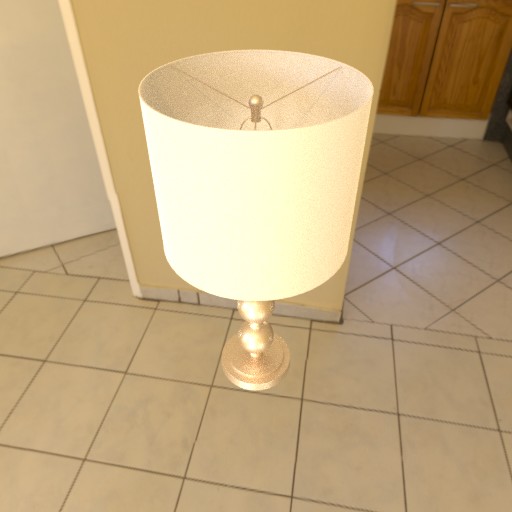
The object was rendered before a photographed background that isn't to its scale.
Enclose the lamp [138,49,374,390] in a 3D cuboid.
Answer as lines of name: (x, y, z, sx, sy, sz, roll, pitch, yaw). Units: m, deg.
lamp: (0.000, 0.000, 0.699, 0.277, 0.538, 0.277, 0, 40, 0)
